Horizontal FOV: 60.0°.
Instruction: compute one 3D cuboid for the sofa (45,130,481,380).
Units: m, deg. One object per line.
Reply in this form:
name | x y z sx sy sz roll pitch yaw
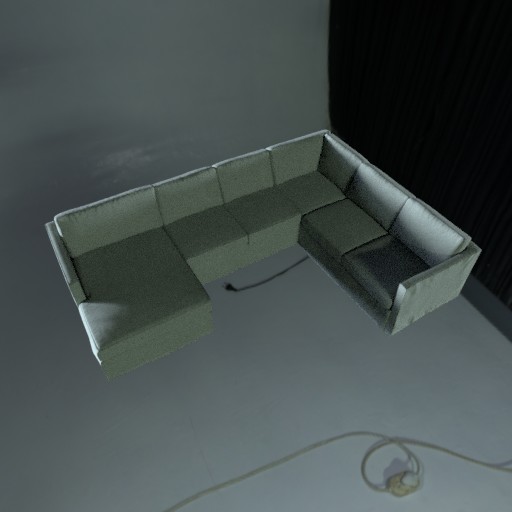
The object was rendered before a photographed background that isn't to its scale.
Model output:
sofa | 0.000 0.000 4.381 3.434 0.869 2.440 -23 50 -21
